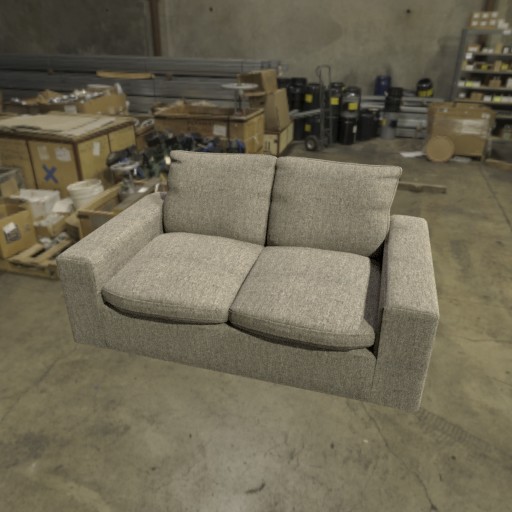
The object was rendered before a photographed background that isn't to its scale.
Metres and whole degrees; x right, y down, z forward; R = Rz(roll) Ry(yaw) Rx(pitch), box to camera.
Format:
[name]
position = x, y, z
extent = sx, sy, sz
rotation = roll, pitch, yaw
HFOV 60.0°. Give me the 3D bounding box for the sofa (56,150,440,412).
[sofa]
position = 0.000, 0.000, 2.376
extent = 1.758, 0.877, 1.094
rotation = 8, 28, 15
